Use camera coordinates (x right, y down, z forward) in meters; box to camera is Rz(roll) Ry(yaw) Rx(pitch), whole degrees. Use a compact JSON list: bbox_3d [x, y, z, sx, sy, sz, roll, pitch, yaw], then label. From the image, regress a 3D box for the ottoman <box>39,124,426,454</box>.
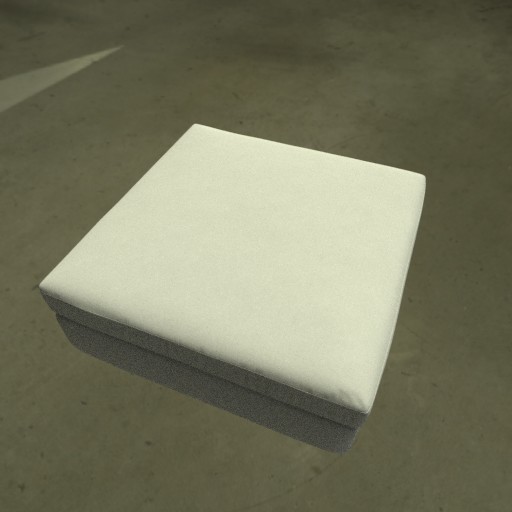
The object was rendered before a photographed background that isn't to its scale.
[{"bbox_3d":[0.000,0.000,1.816,1.163,0.482,1.167,17,49,15],"label":"ottoman"}]
